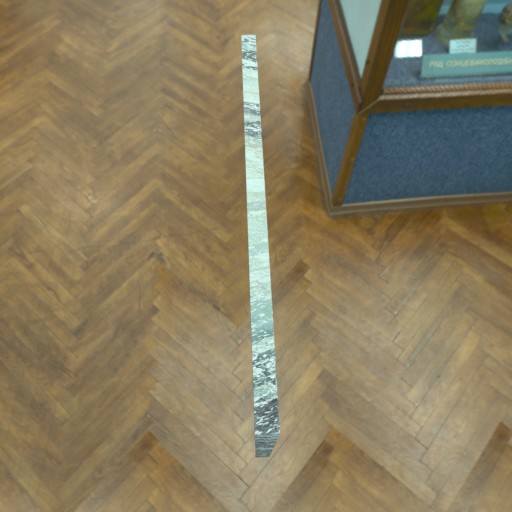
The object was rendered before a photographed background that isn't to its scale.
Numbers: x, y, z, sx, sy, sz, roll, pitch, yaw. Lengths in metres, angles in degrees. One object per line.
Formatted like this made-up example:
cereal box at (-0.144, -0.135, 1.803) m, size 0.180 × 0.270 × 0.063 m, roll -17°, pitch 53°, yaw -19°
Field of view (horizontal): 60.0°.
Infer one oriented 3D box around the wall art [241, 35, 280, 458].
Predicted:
wall art at (0.000, 0.000, 1.147) m, size 0.038 × 0.598 × 0.919 m, roll -2°, pitch 63°, yaw -1°
